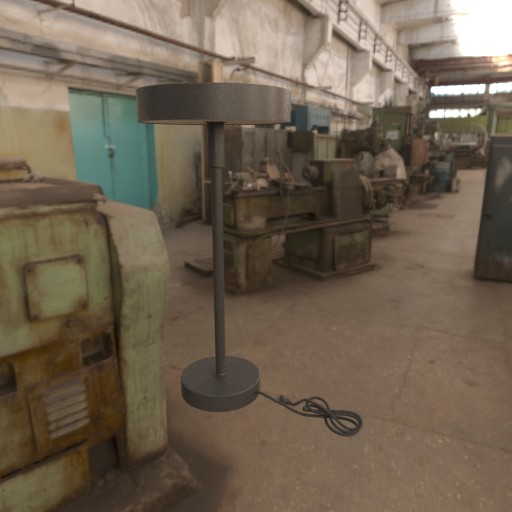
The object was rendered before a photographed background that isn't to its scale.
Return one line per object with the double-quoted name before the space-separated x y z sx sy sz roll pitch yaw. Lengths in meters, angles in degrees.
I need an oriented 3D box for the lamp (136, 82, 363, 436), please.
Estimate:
"lamp" 0.000 0.000 0.694 0.369 0.508 0.229 8 17 27
